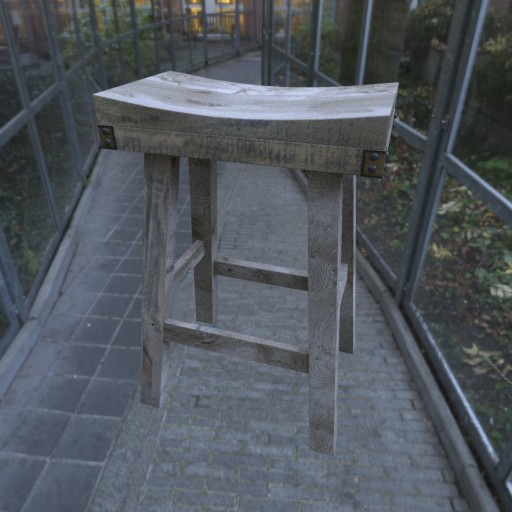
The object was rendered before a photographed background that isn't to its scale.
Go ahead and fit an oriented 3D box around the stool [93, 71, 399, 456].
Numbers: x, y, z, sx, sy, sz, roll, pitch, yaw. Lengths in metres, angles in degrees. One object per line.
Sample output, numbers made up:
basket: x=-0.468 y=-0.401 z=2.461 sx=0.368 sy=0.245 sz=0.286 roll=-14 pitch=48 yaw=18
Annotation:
stool: x=0.000 y=0.000 z=0.882 sx=0.450 sy=0.635 sz=0.330 roll=9 pitch=32 yaw=15
